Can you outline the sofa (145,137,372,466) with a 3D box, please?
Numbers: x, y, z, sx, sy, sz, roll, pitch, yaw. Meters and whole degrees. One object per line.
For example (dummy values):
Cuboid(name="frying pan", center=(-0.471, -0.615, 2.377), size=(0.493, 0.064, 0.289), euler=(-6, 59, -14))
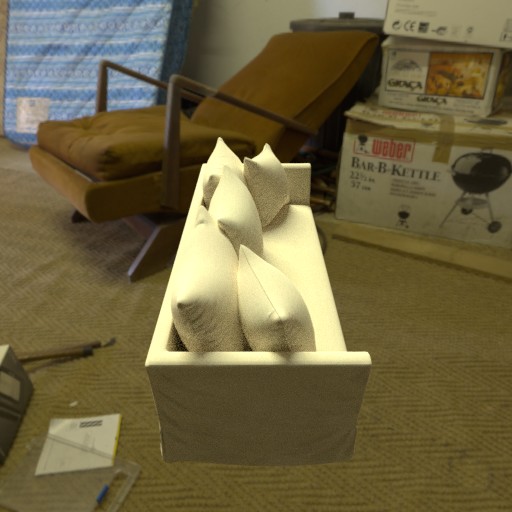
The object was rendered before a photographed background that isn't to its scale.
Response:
Cuboid(name="sofa", center=(0.000, 0.000, 3.051), size=(1.030, 1.042, 2.484), euler=(0, 32, 0))
